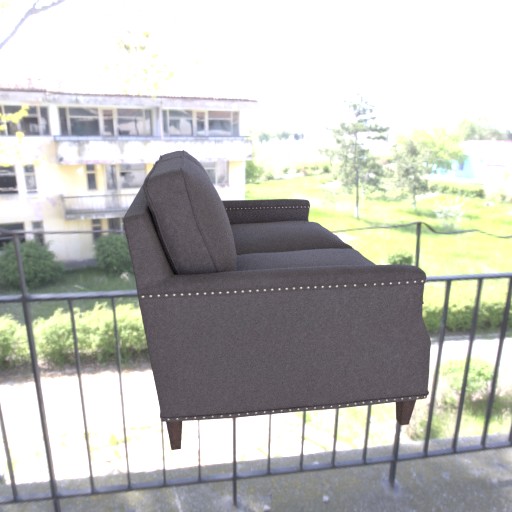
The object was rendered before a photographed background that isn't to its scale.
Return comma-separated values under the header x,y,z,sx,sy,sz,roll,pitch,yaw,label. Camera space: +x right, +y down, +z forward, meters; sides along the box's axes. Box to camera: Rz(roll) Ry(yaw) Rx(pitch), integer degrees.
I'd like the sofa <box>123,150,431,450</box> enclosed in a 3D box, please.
x,y,z,sx,sy,sz,roll,pitch,yaw,label
0.000,0.000,2.226,1.084,1.003,1.597,-3,17,-9,sofa
